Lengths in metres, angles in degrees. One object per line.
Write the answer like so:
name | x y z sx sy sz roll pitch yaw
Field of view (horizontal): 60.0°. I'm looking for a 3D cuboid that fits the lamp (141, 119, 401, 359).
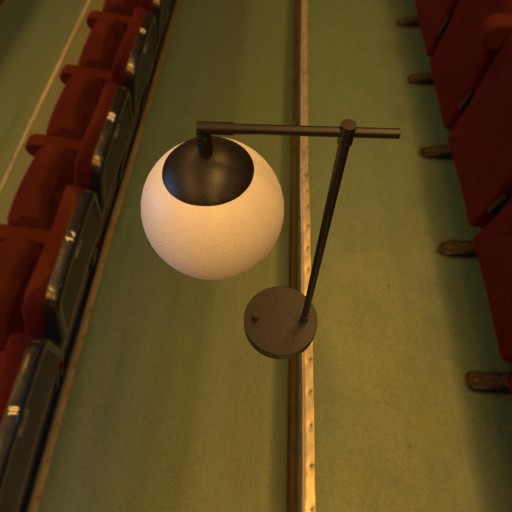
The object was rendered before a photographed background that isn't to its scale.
lamp | 0.000 0.000 0.720 0.316 0.559 0.197 2 58 1
